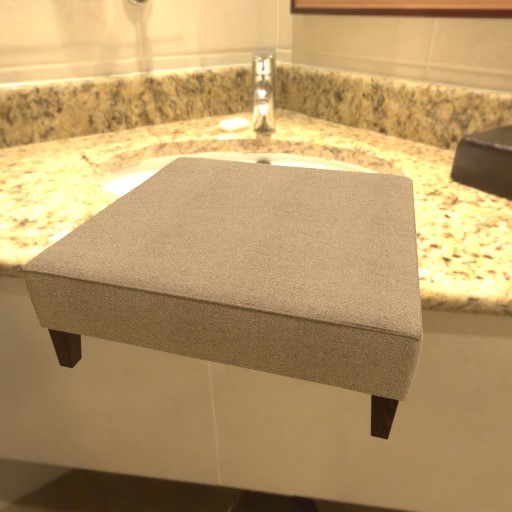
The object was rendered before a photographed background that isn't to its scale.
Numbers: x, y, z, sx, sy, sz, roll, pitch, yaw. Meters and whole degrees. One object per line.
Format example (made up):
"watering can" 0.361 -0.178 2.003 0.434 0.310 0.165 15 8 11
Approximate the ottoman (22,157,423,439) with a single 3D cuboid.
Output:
"ottoman" 0.000 0.000 1.479 0.982 0.381 0.973 8 31 14
